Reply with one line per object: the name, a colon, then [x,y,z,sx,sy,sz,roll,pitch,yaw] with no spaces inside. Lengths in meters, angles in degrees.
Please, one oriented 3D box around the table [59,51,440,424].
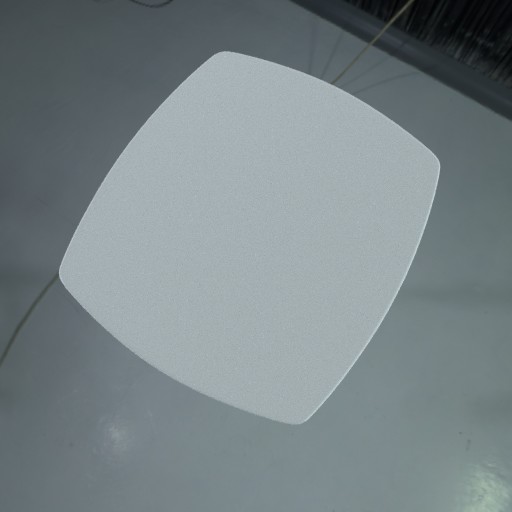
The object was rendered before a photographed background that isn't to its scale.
table: [0.000,0.000,0.851,0.451,0.438,0.502,30,77,8]
